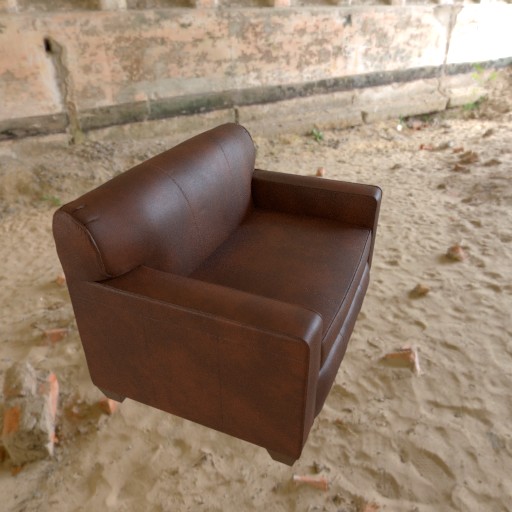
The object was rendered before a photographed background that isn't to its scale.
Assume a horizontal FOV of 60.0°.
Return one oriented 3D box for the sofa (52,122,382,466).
[{"bbox_3d":[0.000,0.000,2.104,1.000,0.956,1.413,12,32,20],"label":"sofa"}]
